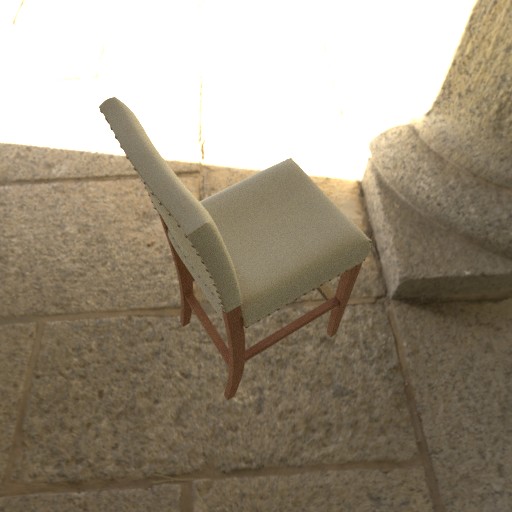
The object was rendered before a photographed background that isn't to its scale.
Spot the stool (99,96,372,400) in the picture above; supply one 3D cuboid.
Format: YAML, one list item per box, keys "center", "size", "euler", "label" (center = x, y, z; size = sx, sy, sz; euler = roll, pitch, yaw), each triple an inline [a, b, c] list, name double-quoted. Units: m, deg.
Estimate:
- center: [0.000, 0.000, 1.455]
  size: [0.584, 1.168, 0.445]
  euler: [-28, 61, -17]
  label: "stool"
